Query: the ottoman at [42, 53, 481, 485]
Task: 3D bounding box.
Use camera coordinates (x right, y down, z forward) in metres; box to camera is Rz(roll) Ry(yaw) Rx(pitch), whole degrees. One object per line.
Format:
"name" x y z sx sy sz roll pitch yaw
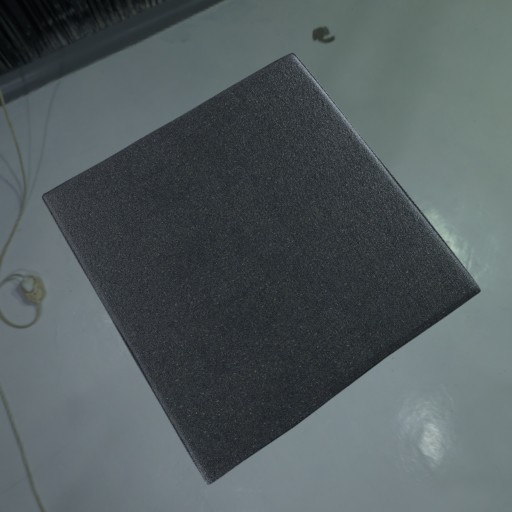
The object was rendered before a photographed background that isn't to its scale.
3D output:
"ottoman" 0.000 0.000 1.509 0.968 0.382 1.004 -33 78 -8
